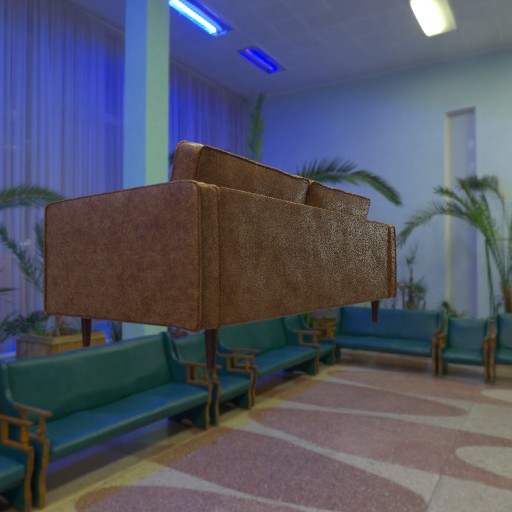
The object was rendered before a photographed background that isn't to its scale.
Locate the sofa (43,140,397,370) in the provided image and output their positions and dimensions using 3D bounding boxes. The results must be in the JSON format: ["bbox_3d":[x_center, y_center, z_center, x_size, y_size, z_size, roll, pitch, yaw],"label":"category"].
[{"bbox_3d":[0.000,0.000,2.405,0.924,0.825,1.920,-1,-2,36],"label":"sofa"}]
